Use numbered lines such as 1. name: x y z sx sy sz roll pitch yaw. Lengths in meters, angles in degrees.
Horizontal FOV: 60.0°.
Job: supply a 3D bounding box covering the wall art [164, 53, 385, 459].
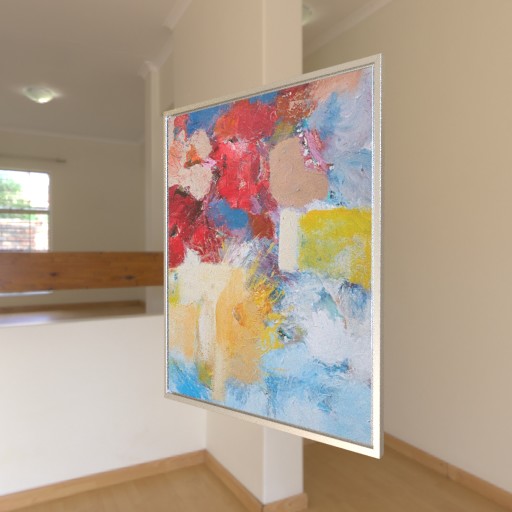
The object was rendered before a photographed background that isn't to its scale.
1. wall art: 0.000 0.000 1.396 0.816 1.046 0.030 0 1 36
